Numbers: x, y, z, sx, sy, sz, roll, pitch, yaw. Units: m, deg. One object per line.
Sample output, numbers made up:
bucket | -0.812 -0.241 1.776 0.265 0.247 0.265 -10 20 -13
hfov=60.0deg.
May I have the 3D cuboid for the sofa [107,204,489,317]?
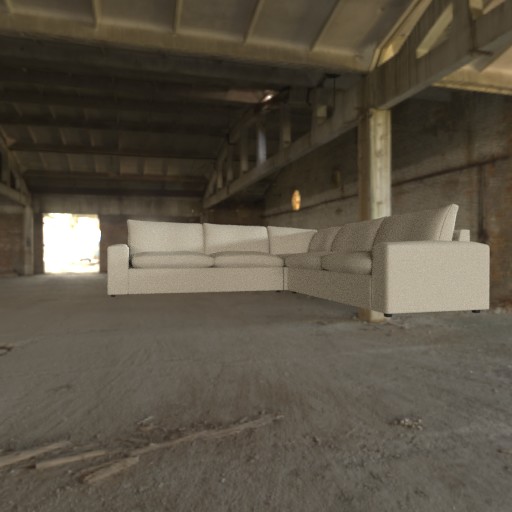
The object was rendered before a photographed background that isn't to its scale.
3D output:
sofa | 0.000 0.000 4.744 3.066 0.918 3.206 0 1 -16
